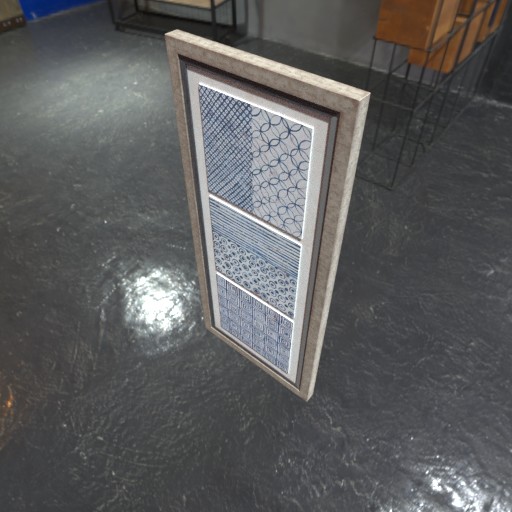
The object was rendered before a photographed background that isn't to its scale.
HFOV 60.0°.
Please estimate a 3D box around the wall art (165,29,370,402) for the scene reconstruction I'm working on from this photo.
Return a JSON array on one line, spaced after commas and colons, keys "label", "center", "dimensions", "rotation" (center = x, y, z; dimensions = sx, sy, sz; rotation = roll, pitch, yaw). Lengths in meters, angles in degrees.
[{"label": "wall art", "center": [0.000, 0.000, 1.678], "dimensions": [0.648, 1.461, 0.051], "rotation": [30, 53, 26]}]
